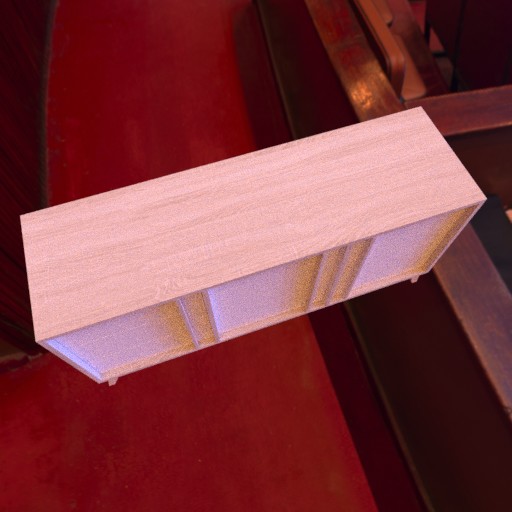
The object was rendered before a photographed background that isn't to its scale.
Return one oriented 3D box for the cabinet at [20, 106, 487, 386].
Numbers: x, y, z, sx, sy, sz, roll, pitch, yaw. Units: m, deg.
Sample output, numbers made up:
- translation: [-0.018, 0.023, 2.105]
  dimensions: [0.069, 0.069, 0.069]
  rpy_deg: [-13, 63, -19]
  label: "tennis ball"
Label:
- translation: [0.000, 0.000, 1.980]
  dimensions: [1.649, 0.780, 0.500]
  rpy_deg: [-17, 64, -9]
  label: "cabinet"
